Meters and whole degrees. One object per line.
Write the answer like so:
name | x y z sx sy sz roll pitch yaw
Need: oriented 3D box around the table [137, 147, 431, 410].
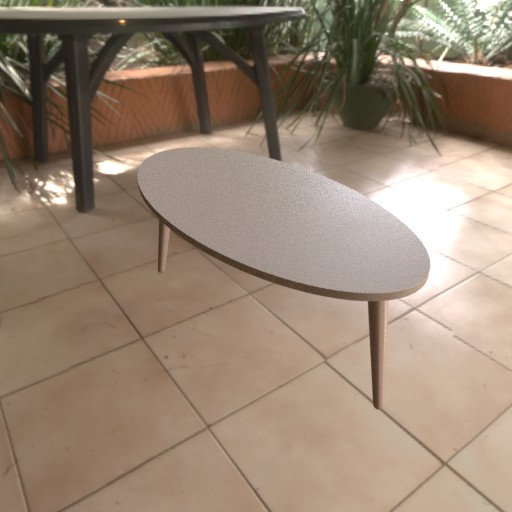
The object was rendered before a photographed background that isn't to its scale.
table | 0.000 0.000 1.360 0.542 0.390 1.083 -21 37 -31
